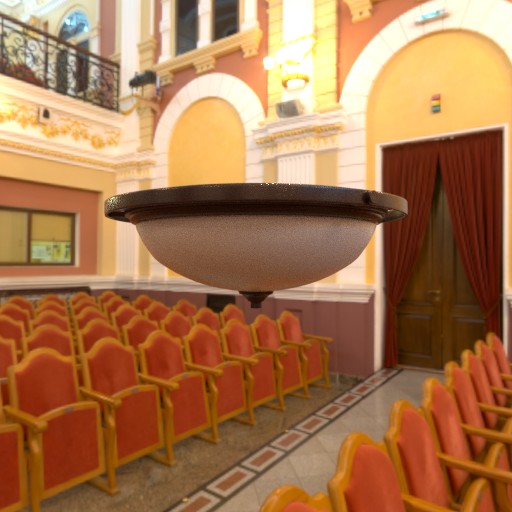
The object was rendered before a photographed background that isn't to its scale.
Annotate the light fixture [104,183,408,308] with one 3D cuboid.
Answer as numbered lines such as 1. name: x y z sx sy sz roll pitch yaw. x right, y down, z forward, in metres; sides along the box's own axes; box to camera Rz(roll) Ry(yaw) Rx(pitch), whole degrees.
1. light fixture: 0.000 0.000 0.557 0.361 0.130 0.361 0 0 0
